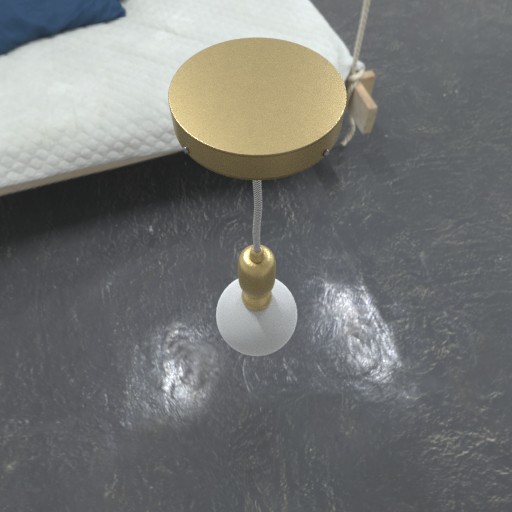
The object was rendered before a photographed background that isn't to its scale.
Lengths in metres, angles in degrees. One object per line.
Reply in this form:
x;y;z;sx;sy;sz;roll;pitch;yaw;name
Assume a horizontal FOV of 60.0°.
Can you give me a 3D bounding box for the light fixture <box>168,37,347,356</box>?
0.000;0.000;0.574;0.146;0.510;0.147;-34;64;-19;light fixture
